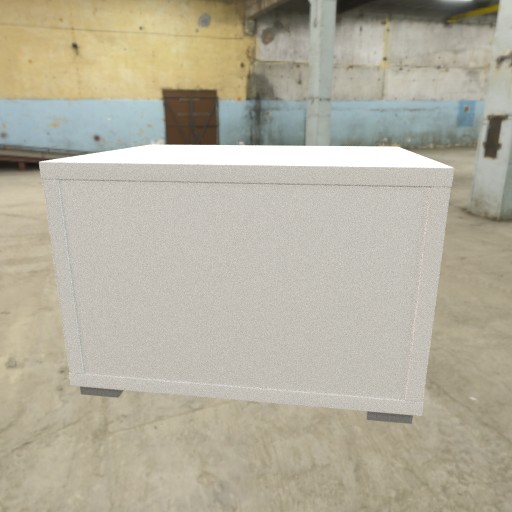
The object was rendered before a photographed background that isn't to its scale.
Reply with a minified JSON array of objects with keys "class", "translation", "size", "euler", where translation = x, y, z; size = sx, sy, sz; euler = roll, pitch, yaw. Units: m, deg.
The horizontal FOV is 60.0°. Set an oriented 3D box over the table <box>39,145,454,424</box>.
[{"class":"table","translation":[0.000,0.000,0.785],"size":[0.517,0.357,0.399],"euler":[2,17,8]}]
